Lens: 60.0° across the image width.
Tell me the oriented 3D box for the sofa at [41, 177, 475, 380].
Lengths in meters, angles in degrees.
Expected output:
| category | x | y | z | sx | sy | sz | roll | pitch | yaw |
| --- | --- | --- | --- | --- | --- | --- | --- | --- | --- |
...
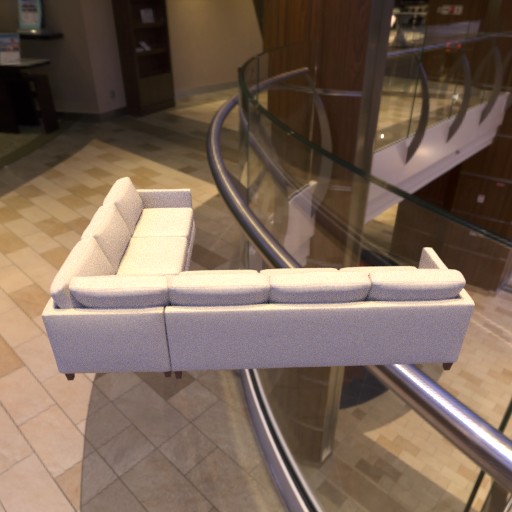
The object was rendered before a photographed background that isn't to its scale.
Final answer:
| category | x | y | z | sx | sy | sz | roll | pitch | yaw |
| --- | --- | --- | --- | --- | --- | --- | --- | --- | --- |
| sofa | 0.000 | 0.000 | 4.518 | 3.333 | 0.934 | 2.522 | -1 | 30 | -2 |
